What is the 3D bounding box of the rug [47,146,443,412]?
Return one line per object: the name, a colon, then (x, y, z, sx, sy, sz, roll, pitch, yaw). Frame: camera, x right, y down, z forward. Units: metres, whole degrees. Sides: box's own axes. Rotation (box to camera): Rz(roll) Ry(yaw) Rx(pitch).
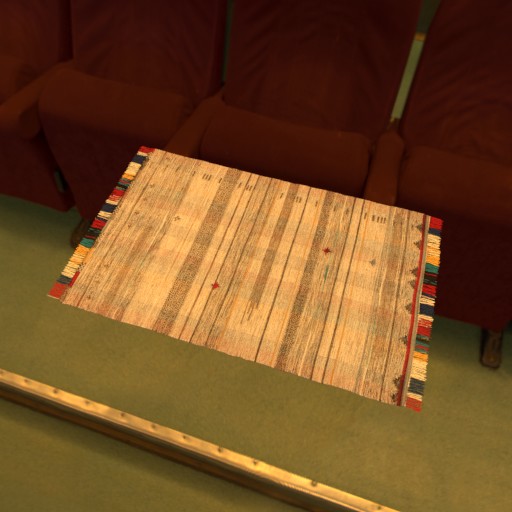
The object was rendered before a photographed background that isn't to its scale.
rug: (0.000, 0.000, 3.089, 2.465, 0.012, 1.465, 15, 60, 9)
